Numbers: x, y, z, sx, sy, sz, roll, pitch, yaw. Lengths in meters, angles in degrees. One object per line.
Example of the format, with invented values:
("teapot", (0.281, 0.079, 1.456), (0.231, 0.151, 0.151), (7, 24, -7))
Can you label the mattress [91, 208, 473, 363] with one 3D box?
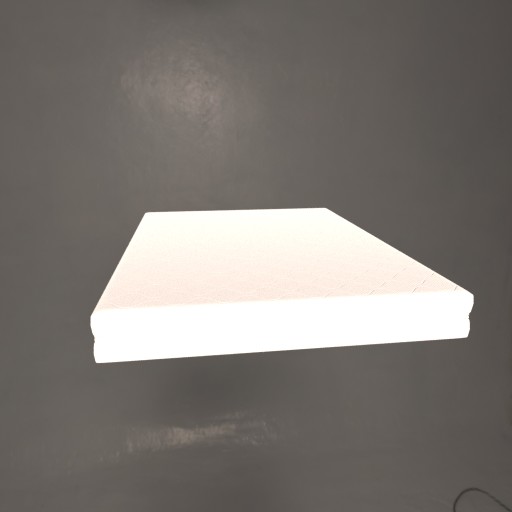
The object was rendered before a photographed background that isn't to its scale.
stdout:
("mattress", (0.000, 0.000, 2.503), (1.400, 0.200, 1.900), (-2, 16, -8))
